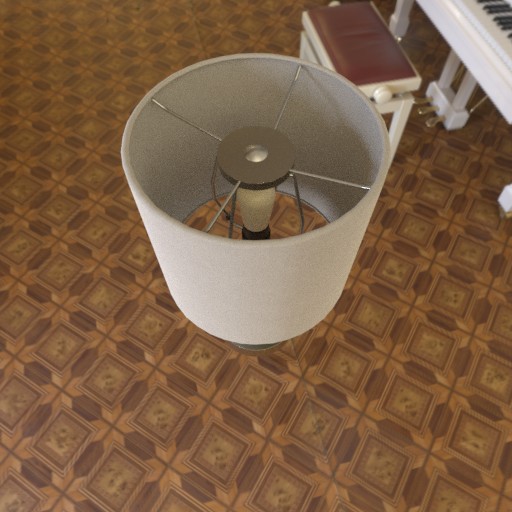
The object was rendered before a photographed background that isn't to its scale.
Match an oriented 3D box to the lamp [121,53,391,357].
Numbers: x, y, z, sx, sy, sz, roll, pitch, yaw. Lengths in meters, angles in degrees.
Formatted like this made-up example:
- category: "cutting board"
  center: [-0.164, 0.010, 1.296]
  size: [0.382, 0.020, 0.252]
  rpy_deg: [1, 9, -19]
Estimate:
- category: "lamp"
  center: [0.000, 0.000, 0.483]
  size: [0.201, 0.353, 0.201]
  rpy_deg: [-1, 59, 0]
